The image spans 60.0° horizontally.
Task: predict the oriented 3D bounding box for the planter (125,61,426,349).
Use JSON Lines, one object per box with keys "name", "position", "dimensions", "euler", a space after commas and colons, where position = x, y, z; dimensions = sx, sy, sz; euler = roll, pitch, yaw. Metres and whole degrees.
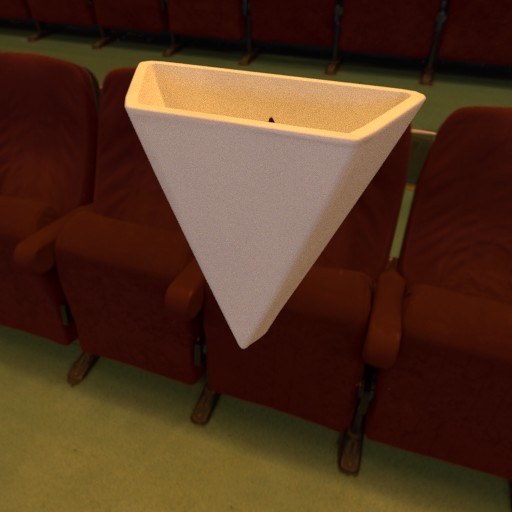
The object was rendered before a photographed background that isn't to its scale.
{"name": "planter", "position": [0.000, 0.000, 0.270], "dimensions": [0.150, 0.197, 0.060], "euler": [12, 43, 14]}
